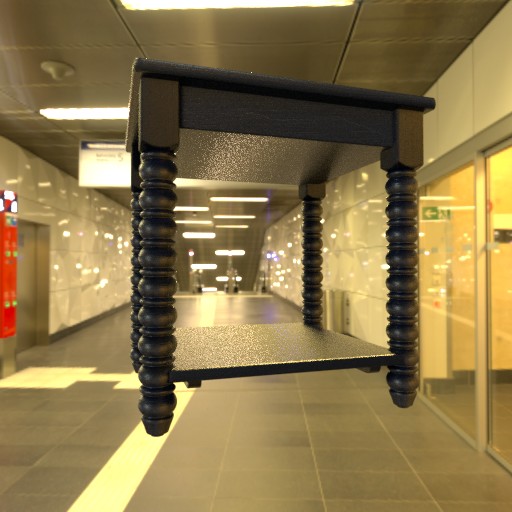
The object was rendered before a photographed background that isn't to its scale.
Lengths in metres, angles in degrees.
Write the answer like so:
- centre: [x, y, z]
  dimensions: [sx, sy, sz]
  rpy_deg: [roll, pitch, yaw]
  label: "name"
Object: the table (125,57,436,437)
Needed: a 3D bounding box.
- centre: [0.000, 0.000, 0.954]
  dimensions: [0.533, 0.567, 0.500]
  rpy_deg: [0, -1, -18]
  label: "table"
